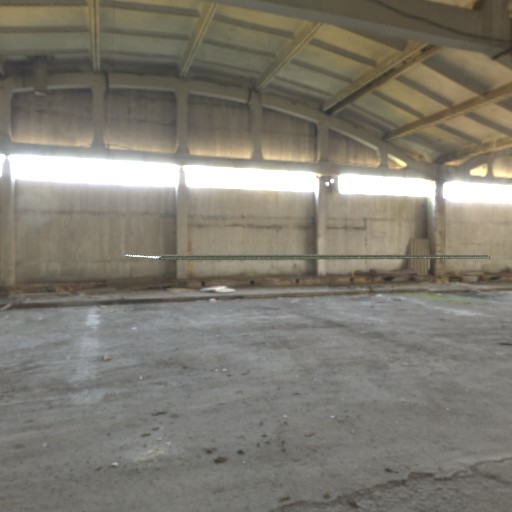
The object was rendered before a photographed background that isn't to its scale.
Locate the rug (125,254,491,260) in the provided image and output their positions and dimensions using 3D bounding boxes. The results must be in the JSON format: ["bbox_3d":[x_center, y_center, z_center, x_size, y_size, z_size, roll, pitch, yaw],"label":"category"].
[{"bbox_3d":[0.000,0.000,2.314,1.219,0.012,1.840,0,0,-19],"label":"rug"}]
